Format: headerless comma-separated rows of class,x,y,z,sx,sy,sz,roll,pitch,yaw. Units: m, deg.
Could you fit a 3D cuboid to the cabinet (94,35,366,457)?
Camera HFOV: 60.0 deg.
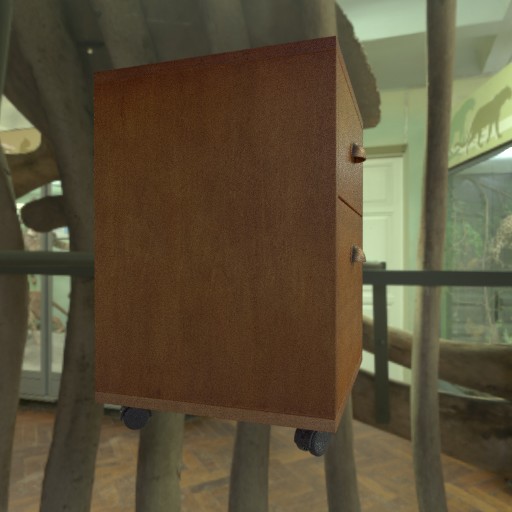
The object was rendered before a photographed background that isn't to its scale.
cabinet,0.000,0.000,0.829,0.401,0.579,0.409,0,1,18
